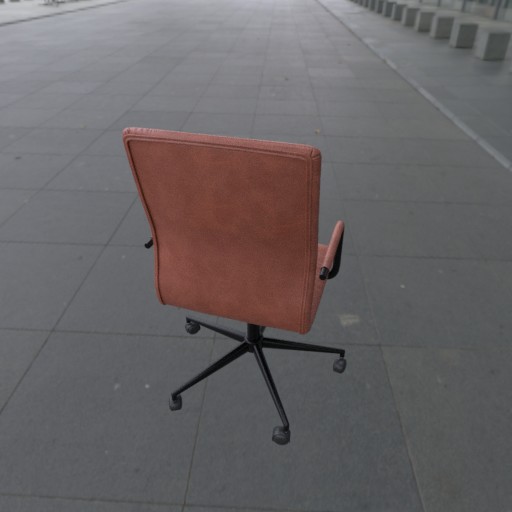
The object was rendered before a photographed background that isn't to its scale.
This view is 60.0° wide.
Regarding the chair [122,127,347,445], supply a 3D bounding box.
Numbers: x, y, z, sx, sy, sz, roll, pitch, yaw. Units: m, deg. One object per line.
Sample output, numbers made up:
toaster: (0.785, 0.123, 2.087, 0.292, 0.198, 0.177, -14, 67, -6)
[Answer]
chair: (0.000, 0.000, 1.294, 0.600, 0.878, 0.578, 10, 34, 15)
